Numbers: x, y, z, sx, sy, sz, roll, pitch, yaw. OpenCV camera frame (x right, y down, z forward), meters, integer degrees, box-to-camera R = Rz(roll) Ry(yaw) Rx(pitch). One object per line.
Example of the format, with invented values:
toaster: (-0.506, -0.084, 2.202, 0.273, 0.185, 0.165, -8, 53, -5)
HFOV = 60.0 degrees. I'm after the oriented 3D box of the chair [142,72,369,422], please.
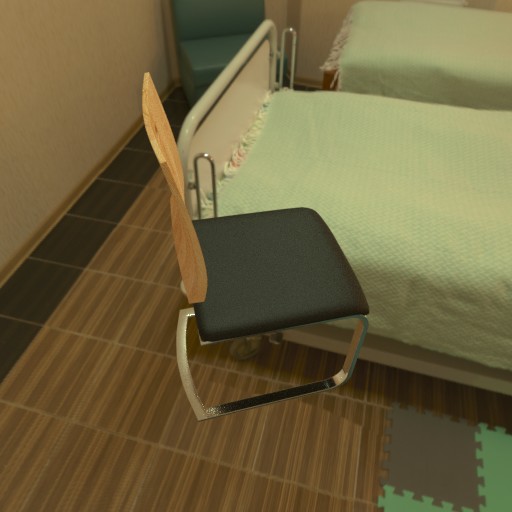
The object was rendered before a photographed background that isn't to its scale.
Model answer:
chair: (0.000, 0.000, 1.258, 0.560, 0.936, 0.462, -10, 46, -10)
